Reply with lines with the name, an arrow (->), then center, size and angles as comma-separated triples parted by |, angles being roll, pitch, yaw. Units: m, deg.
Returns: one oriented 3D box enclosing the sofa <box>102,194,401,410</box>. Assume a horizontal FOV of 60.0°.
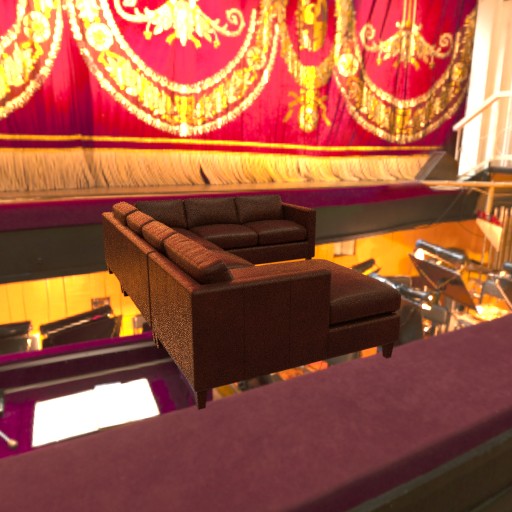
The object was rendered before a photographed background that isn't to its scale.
sofa -> 0.000, 0.000, 4.433 | 2.452, 0.891, 3.324 | -7, 15, -26
